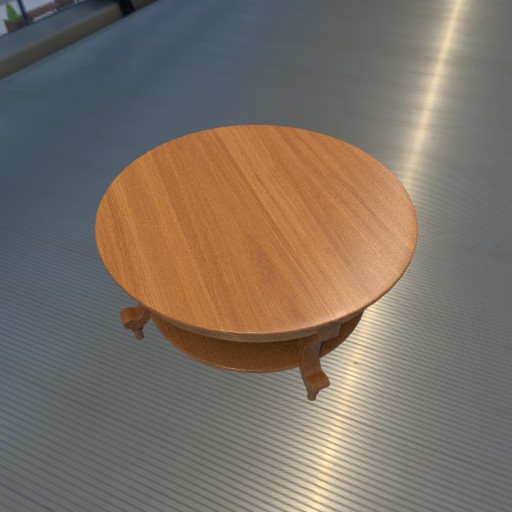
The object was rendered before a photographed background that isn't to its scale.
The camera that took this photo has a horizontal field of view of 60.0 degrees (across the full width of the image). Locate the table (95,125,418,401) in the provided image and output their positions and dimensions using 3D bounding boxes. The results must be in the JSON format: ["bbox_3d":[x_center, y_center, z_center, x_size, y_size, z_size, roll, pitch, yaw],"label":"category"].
[{"bbox_3d":[0.000,0.000,1.621,1.029,0.490,1.029,0,45,0],"label":"table"}]
